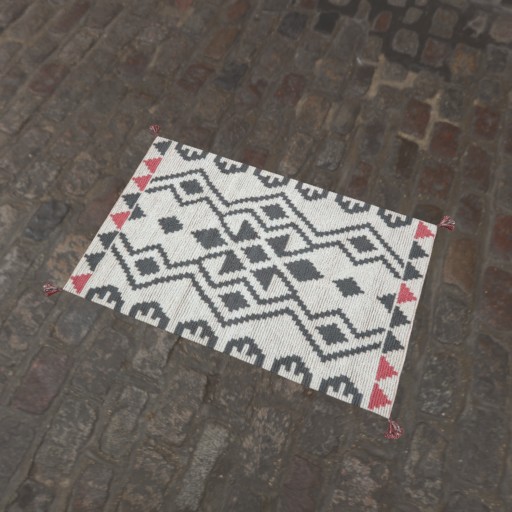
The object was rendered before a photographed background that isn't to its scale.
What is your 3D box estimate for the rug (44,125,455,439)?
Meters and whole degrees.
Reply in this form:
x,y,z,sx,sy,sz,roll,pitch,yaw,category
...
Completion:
x,y,z,sx,sy,sz,roll,pitch,yaw,category
0.000,0.000,3.317,2.672,0.066,1.741,20,66,9,rug
